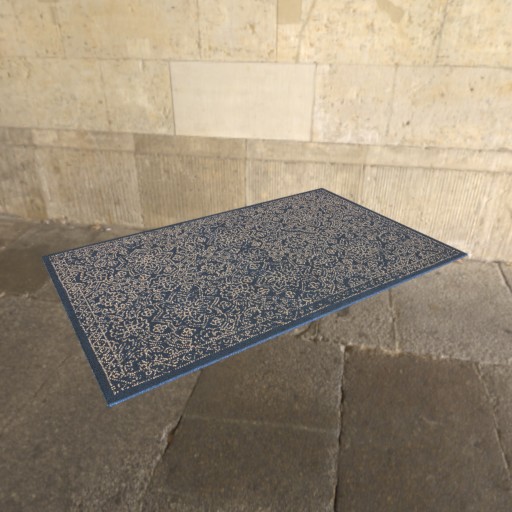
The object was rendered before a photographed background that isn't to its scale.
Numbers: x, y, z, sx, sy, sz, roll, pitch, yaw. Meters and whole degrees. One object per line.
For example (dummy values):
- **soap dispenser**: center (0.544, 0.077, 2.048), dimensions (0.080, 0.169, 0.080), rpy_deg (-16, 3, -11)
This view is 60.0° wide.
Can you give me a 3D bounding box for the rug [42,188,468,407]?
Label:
- **rug**: center (0.000, 0.000, 2.986), dimensions (2.441, 0.015, 1.526), rpy_deg (-17, 33, -28)
